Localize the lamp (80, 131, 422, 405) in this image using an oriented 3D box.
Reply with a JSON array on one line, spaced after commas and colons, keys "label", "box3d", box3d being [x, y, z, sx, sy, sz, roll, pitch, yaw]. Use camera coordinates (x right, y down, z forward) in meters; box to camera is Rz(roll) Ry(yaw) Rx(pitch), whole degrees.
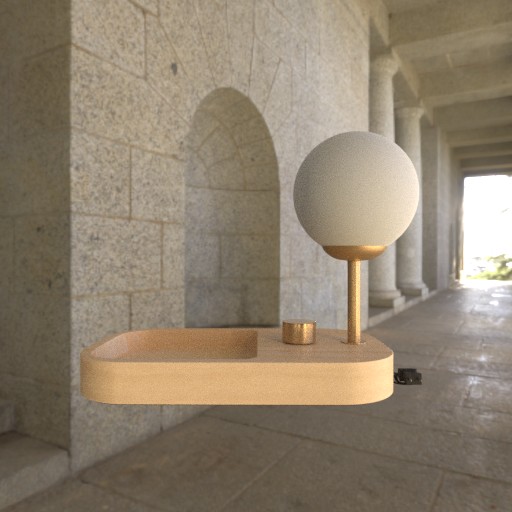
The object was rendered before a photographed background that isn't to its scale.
[{"label": "lamp", "box3d": [0.000, 0.000, 0.458, 0.331, 0.253, 0.173, 0, 0, 0]}]
